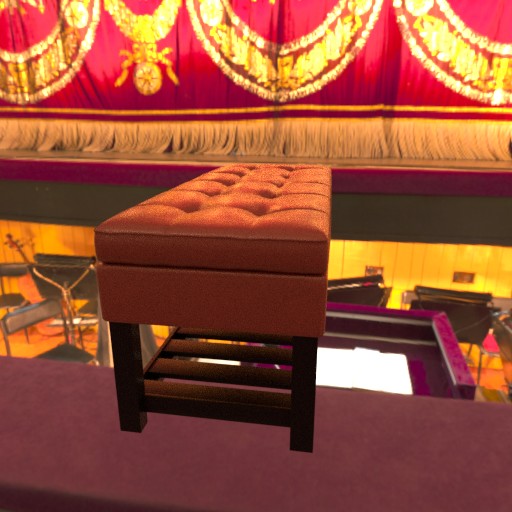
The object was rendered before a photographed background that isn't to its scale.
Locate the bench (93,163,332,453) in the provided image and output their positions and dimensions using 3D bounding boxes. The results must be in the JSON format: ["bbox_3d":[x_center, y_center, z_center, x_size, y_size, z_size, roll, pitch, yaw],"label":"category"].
[{"bbox_3d":[0.000,0.000,1.339,0.432,0.460,1.105,3,18,9],"label":"bench"}]
